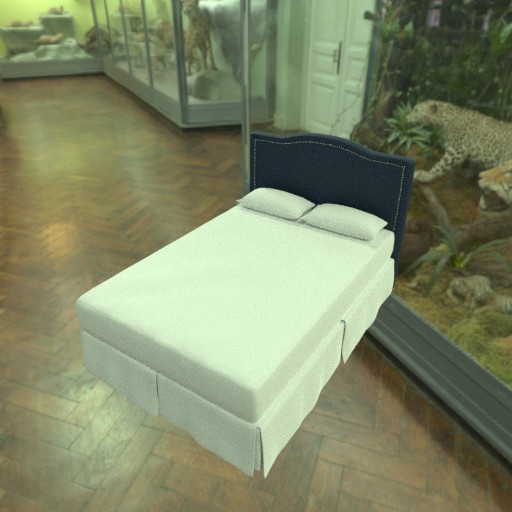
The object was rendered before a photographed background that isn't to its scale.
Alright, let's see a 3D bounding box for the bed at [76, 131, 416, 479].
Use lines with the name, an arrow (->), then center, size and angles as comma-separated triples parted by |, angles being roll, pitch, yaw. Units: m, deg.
bed -> 0.000, 0.000, 3.626 | 1.741, 1.441, 2.507 | 19, 35, 29
